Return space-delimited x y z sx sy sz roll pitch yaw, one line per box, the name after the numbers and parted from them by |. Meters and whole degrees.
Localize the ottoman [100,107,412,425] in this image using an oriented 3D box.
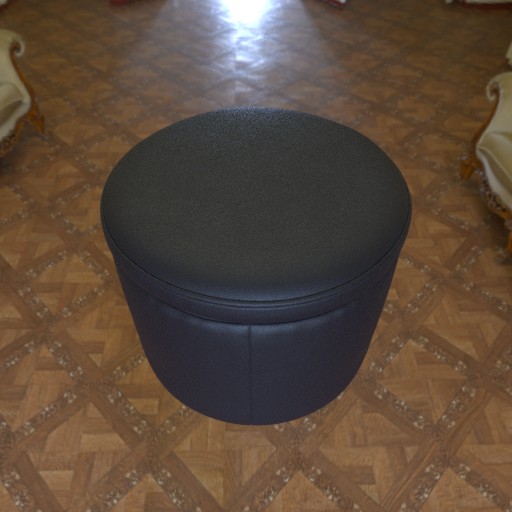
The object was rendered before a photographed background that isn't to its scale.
0.000 0.000 0.848 0.501 0.409 0.501 0 46 0 | ottoman
